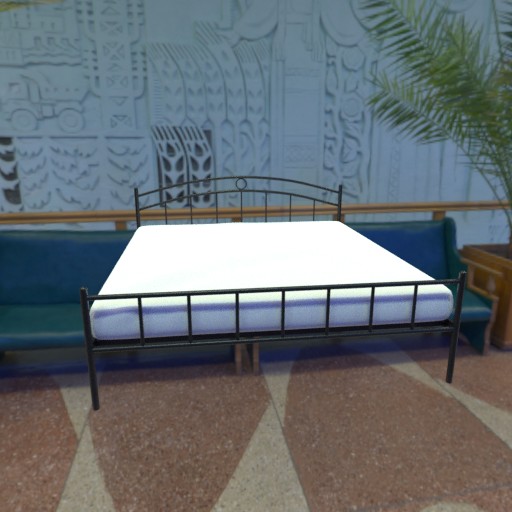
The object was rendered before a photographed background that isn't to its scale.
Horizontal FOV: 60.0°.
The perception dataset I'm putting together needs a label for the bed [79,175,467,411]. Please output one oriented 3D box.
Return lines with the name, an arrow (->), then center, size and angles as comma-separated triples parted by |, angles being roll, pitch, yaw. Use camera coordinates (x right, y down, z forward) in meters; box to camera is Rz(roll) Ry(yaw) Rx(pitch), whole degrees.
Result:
bed -> 0.000, 0.000, 3.125 | 1.880, 0.940, 2.040 | -2, 16, -7
